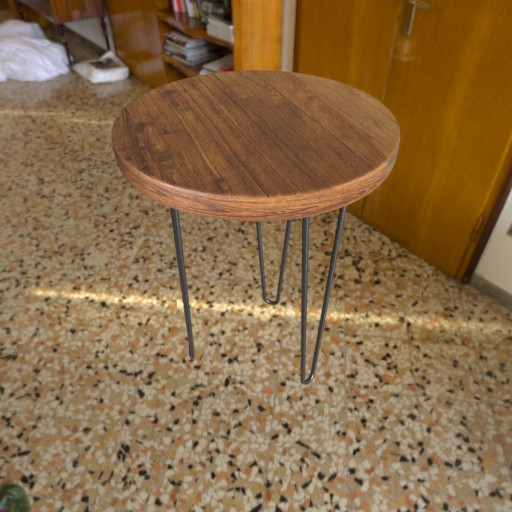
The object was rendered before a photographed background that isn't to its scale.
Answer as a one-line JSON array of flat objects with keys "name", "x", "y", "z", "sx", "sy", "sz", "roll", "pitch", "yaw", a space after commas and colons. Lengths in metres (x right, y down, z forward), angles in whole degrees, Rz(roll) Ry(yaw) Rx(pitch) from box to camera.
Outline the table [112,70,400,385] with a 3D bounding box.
[{"name": "table", "x": 0.000, "y": 0.000, "z": 0.799, "sx": 0.400, "sy": 0.520, "sz": 0.400, "roll": 0, "pitch": 41, "yaw": 0}]
